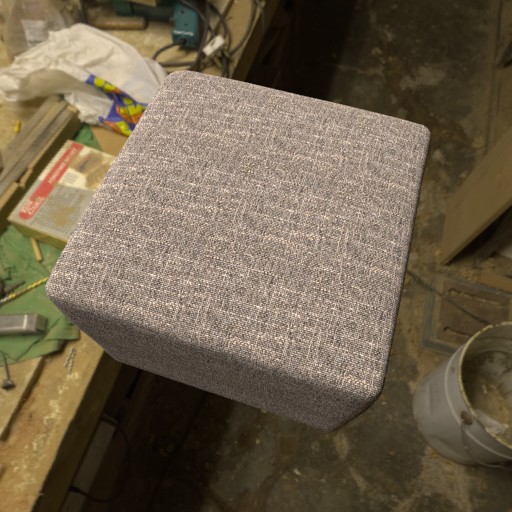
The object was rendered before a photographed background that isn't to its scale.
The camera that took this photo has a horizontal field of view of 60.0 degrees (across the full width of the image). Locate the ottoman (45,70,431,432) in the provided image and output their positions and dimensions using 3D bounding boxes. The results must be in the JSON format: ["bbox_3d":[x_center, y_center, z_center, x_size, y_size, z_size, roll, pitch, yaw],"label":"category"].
[{"bbox_3d":[0.000,0.000,0.892,0.521,0.453,0.512,16,64,8],"label":"ottoman"}]
